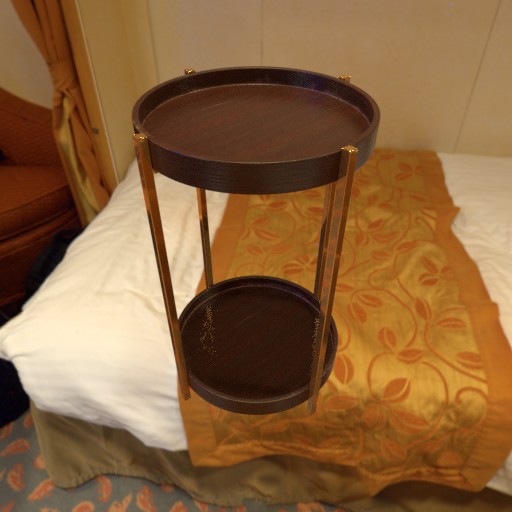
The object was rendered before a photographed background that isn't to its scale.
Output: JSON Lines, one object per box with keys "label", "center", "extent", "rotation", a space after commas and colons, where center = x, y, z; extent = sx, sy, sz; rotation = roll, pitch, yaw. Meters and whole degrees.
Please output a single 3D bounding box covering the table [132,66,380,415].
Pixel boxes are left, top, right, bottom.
{"label": "table", "center": [0.000, 0.000, 0.867], "extent": [0.400, 0.610, 0.400], "rotation": [-26, 47, -28]}
